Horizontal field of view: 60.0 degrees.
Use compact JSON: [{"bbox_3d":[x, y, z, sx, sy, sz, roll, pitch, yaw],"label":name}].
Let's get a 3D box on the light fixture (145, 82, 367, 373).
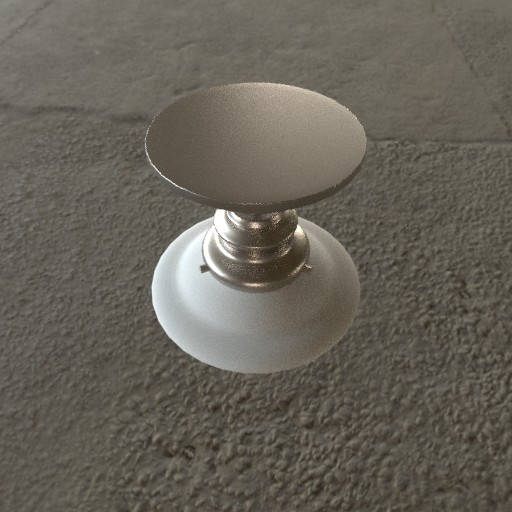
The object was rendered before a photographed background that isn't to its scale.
[{"bbox_3d":[0.000,0.000,0.403,0.199,0.254,0.199,0,47,0],"label":"light fixture"}]
